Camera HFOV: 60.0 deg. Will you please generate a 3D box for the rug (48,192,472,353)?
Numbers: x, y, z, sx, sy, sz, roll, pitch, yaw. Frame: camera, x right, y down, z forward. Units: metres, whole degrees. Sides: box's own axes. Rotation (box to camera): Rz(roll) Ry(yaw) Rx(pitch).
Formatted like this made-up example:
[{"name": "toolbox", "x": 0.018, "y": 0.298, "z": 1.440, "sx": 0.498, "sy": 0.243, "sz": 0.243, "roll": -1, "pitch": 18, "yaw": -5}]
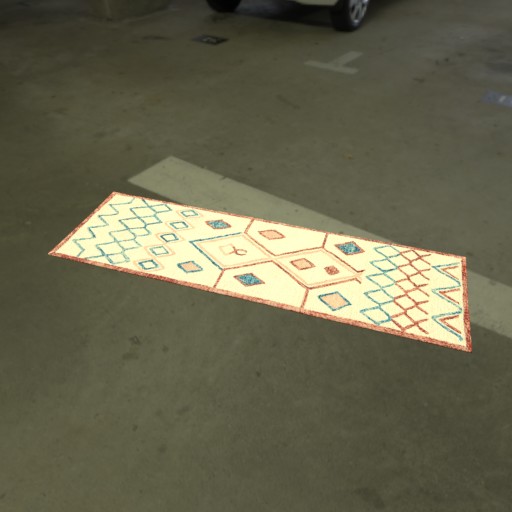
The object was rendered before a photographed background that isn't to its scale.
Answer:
[{"name": "rug", "x": 0.000, "y": 0.000, "z": 2.700, "sx": 2.435, "sy": 0.011, "sz": 0.750, "roll": 12, "pitch": 42, "yaw": 13}]
